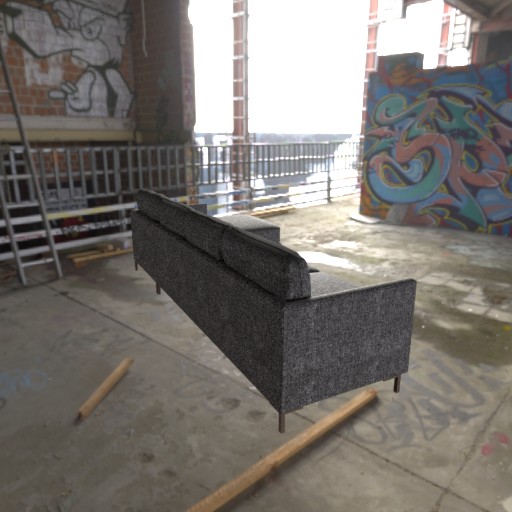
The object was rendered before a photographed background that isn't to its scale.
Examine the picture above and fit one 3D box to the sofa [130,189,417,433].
[{"bbox_3d":[0.000,0.000,4.007,1.488,0.970,3.384,-8,17,-27],"label":"sofa"}]
